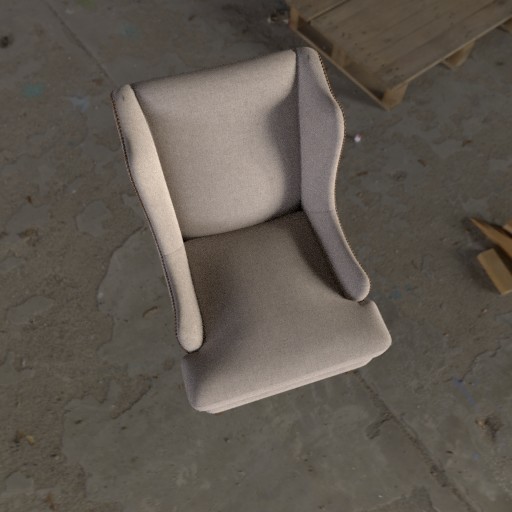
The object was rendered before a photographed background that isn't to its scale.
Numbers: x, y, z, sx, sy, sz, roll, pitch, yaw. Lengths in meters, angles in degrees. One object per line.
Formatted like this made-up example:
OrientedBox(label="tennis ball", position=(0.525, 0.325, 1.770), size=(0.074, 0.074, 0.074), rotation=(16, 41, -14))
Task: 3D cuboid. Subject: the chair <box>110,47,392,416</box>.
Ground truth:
OrientedBox(label="chair", position=(0.000, 0.000, 1.664), size=(0.737, 1.029, 0.940), rotation=(-15, 65, -7))
